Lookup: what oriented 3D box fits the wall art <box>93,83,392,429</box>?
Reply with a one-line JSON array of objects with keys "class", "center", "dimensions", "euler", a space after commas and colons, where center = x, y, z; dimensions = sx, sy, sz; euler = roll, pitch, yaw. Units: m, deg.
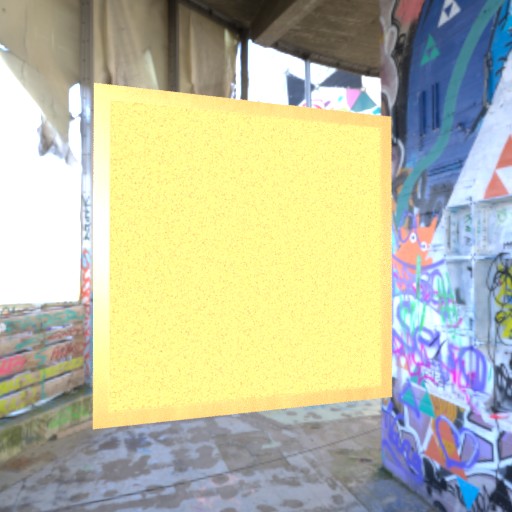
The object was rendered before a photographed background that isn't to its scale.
[{"class": "wall art", "center": [0.000, 0.000, 2.815], "dimensions": [1.935, 1.936, 0.097], "euler": [0, -1, -18]}]
